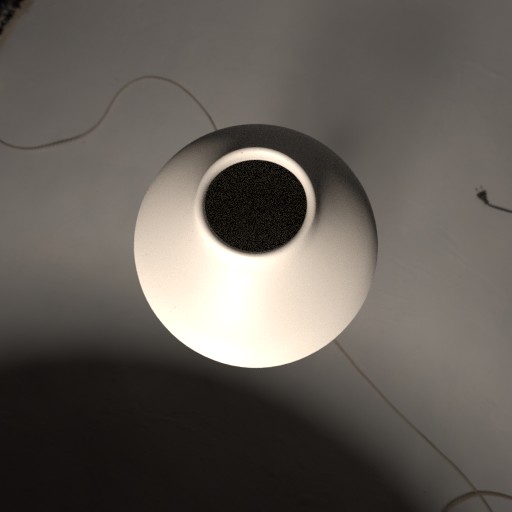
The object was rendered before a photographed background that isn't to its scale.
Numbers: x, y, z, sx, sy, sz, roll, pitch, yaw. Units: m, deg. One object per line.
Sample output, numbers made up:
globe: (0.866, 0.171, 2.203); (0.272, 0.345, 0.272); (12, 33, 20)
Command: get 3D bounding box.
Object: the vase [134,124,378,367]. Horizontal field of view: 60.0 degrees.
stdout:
vase: (0.000, 0.000, 0.346); (0.169, 0.237, 0.169); (0, 76, 0)
